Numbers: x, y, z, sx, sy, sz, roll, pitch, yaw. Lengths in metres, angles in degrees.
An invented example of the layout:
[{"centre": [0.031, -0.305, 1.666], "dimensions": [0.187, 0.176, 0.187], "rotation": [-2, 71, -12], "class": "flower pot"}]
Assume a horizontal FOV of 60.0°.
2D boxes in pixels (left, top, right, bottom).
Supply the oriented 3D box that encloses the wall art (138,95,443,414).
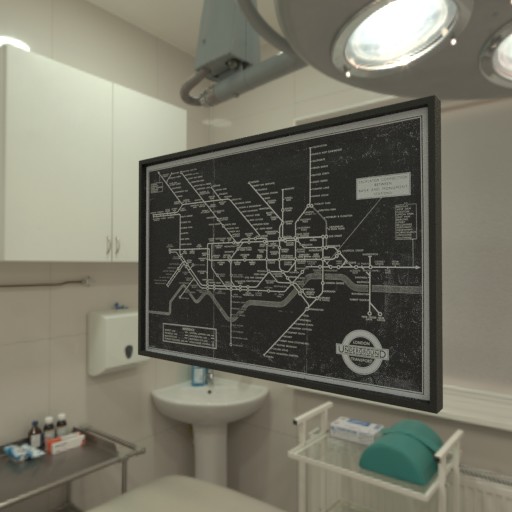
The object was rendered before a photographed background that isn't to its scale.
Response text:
[{"centre": [0.000, 0.000, 0.561], "dimensions": [0.443, 0.301, 0.021], "rotation": [-1, -1, 37], "class": "wall art"}]
